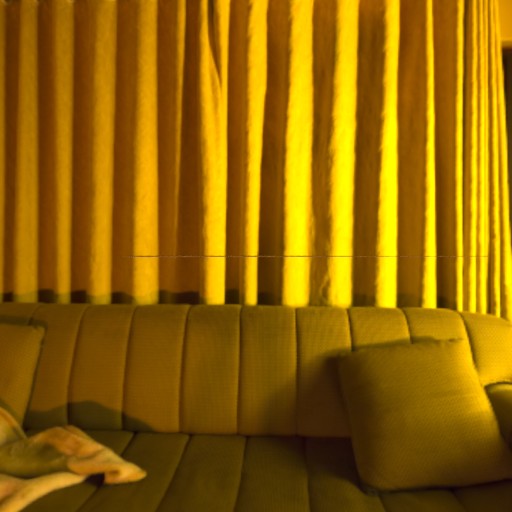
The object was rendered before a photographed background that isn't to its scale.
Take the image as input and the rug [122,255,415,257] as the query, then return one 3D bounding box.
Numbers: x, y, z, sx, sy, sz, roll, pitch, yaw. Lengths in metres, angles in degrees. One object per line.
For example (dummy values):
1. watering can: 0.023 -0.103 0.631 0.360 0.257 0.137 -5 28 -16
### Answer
1. rug: 0.000 0.000 4.241 2.439 0.005 3.201 0 0 -17
